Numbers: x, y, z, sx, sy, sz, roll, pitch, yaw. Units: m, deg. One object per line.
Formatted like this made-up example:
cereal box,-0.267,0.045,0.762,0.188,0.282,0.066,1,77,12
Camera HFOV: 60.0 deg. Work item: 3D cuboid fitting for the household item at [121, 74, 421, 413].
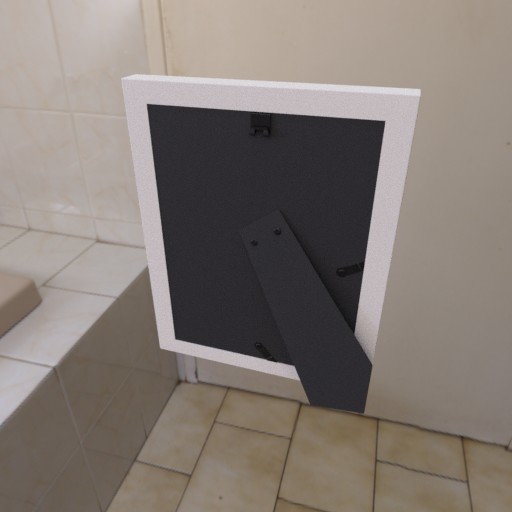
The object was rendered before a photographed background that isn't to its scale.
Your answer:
household item,0.000,0.000,0.345,0.200,0.250,0.045,9,32,15
